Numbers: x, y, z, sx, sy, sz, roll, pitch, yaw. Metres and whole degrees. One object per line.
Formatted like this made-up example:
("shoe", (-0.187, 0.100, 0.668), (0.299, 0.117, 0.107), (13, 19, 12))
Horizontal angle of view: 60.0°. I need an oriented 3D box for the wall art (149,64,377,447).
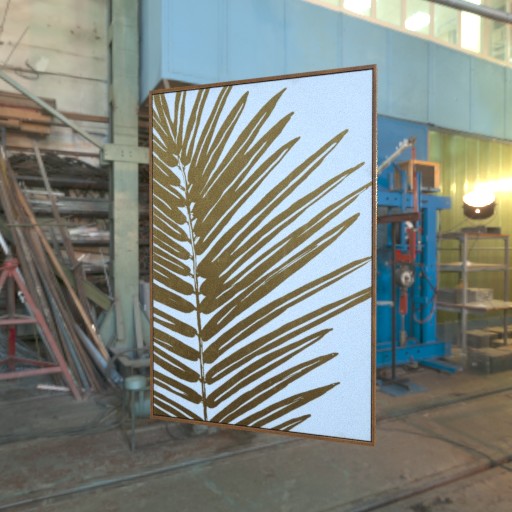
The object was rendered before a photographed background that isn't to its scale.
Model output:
("wall art", (0.000, 0.000, 1.164), (0.610, 0.914, 0.037), (0, 1, 17))
